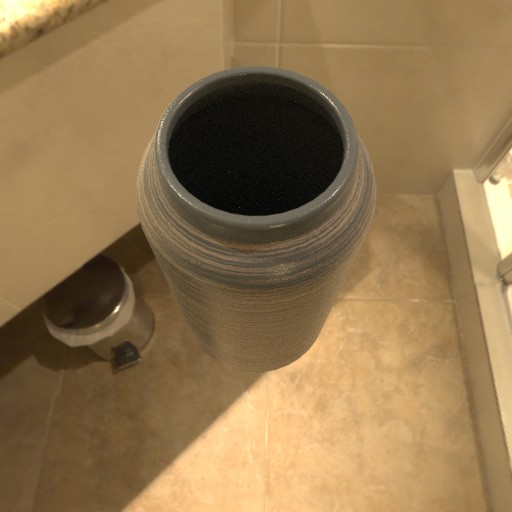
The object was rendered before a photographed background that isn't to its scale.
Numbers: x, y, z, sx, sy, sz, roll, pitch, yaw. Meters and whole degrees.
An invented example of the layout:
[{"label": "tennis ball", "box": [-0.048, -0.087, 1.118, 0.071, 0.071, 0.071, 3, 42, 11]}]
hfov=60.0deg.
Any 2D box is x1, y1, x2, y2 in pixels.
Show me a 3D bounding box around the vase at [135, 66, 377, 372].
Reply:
[{"label": "vase", "box": [0.000, 0.000, 0.289, 0.116, 0.230, 0.116, 0, 64, 0]}]
